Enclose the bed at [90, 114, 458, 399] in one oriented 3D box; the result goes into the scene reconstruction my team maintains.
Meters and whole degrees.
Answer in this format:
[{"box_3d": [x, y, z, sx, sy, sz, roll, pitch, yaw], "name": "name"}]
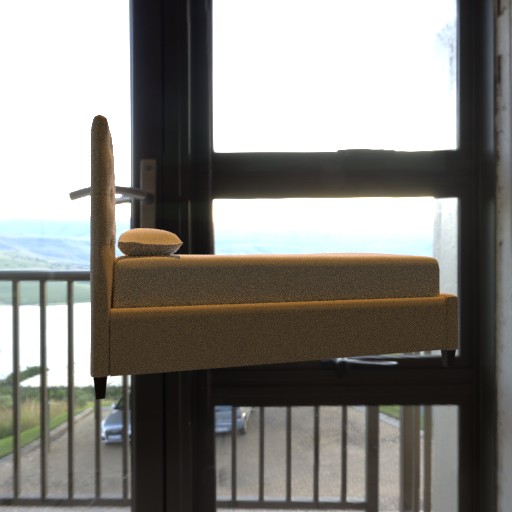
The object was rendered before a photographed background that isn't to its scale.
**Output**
[{"box_3d": [0.000, 0.000, 3.315, 2.233, 1.426, 1.696, 0, 0, -17], "name": "bed"}]
